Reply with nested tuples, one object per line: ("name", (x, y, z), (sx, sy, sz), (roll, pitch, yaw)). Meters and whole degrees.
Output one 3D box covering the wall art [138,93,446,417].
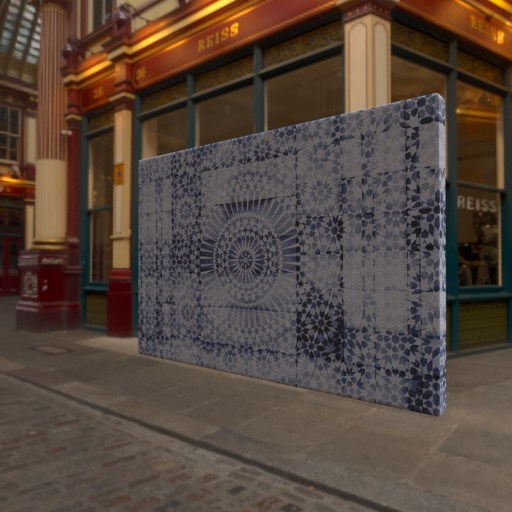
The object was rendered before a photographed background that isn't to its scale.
("wall art", (0.000, 0.000, 0.754), (0.608, 0.406, 0.030), (0, -1, 38))
